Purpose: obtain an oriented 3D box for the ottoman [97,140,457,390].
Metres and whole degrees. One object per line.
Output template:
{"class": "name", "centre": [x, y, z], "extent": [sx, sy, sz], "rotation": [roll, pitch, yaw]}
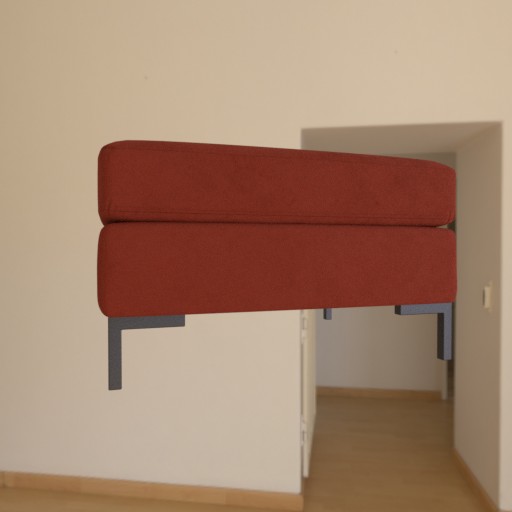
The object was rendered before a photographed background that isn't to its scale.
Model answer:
{"class": "ottoman", "centre": [0.000, 0.000, 1.178], "extent": [0.782, 0.462, 0.650], "rotation": [0, 1, -17]}
